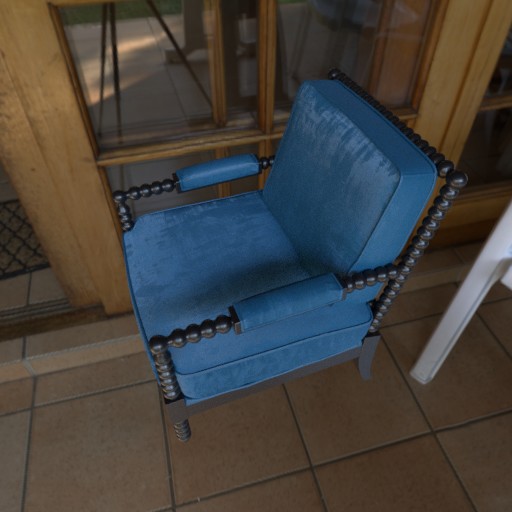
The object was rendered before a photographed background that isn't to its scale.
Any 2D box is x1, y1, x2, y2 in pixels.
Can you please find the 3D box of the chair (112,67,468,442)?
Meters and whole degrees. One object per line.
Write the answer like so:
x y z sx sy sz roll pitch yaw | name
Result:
0.000 0.000 1.400 0.805 0.857 0.688 -15 48 -14 | chair
